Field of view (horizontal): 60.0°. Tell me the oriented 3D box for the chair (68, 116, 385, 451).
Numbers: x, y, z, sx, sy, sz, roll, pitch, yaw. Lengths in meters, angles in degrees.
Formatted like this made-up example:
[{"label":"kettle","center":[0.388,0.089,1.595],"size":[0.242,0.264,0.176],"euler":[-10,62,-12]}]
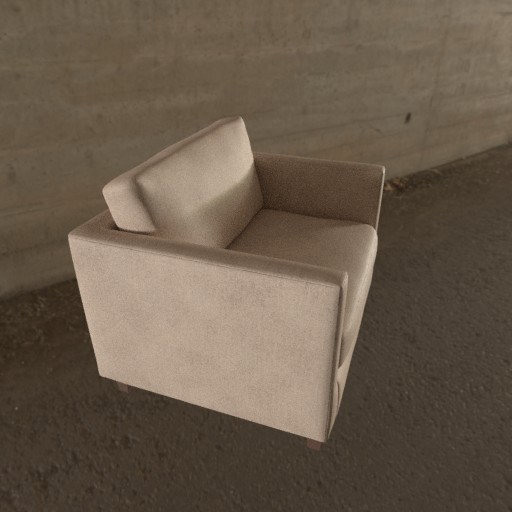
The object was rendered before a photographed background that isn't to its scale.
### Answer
[{"label":"chair","center":[0.000,0.000,1.899],"size":[0.959,0.961,1.133],"euler":[10,31,17]}]
